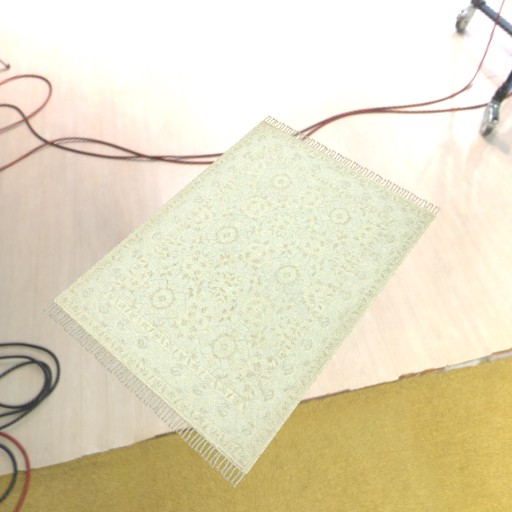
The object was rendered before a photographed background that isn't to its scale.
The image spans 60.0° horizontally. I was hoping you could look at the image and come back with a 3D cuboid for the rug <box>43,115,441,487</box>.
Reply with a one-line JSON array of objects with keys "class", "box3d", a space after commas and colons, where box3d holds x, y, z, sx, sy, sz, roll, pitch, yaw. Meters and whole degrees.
[{"class": "rug", "box3d": [0.000, 0.000, 2.303, 1.223, 0.015, 1.771, 34, 64, 19]}]
